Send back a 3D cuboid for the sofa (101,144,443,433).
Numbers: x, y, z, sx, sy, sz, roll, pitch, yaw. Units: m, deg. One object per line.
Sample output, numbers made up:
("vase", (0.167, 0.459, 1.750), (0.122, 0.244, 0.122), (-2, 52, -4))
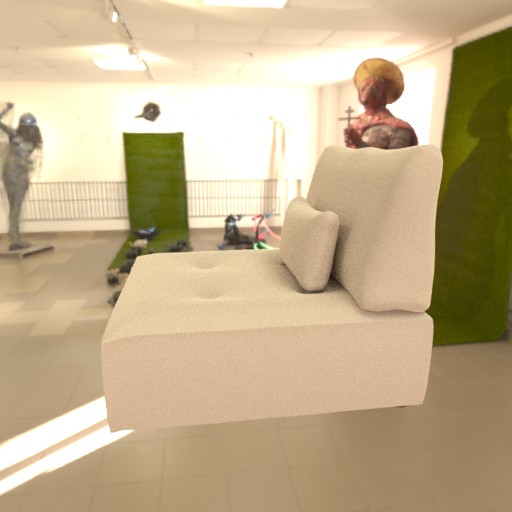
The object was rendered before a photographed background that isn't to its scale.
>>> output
("sofa", (0.000, 0.000, 1.692), (1.000, 0.828, 0.935), (-2, 14, -8))
